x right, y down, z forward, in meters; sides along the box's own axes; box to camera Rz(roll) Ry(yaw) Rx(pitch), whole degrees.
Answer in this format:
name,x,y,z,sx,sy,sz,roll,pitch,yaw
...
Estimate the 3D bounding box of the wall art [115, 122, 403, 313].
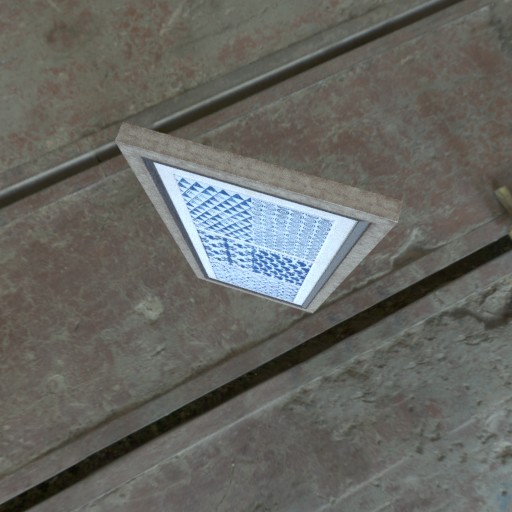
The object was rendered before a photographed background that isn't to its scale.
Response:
name,x,y,z,sx,sy,sz,roll,pitch,yaw
wall art,0.000,0.000,1.679,0.648,1.461,0.051,17,76,4
